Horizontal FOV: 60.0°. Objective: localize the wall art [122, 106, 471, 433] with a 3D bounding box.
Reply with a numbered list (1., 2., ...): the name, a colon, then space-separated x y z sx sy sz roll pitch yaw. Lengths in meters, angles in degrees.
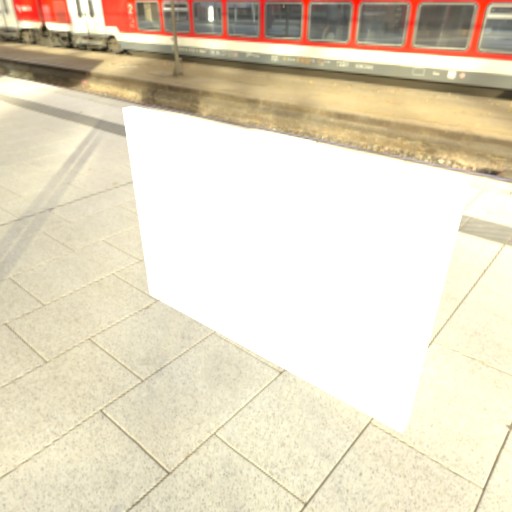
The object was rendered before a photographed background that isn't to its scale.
1. wall art: 0.000 0.000 1.648 1.308 0.902 0.051 22 37 32
